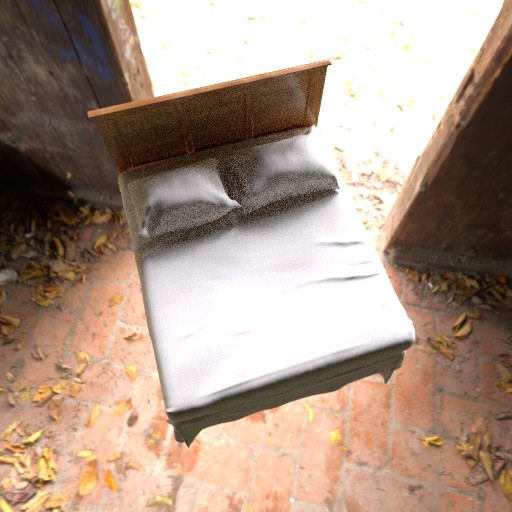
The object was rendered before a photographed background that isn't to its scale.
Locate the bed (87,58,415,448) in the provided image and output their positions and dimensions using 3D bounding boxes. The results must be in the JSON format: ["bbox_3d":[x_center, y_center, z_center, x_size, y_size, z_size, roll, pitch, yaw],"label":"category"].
[{"bbox_3d":[0.000,0.000,3.090,1.870,1.273,2.035,-15,65,-7],"label":"bed"}]
